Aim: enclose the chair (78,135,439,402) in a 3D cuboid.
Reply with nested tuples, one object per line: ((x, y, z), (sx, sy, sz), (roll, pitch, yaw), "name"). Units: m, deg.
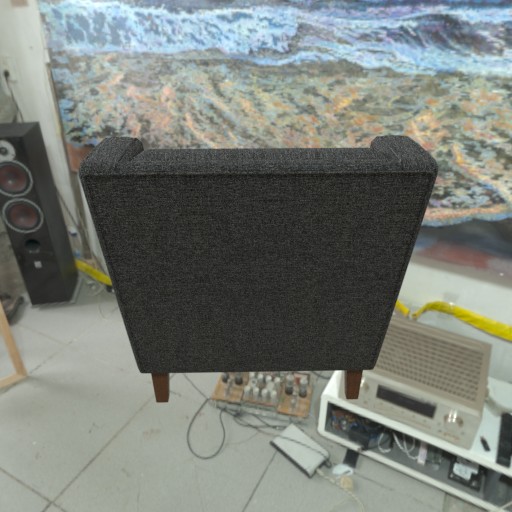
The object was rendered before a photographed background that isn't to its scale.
((0.000, 0.000, 1.790), (0.942, 1.082, 0.927), (-1, 30, -1), "chair")
